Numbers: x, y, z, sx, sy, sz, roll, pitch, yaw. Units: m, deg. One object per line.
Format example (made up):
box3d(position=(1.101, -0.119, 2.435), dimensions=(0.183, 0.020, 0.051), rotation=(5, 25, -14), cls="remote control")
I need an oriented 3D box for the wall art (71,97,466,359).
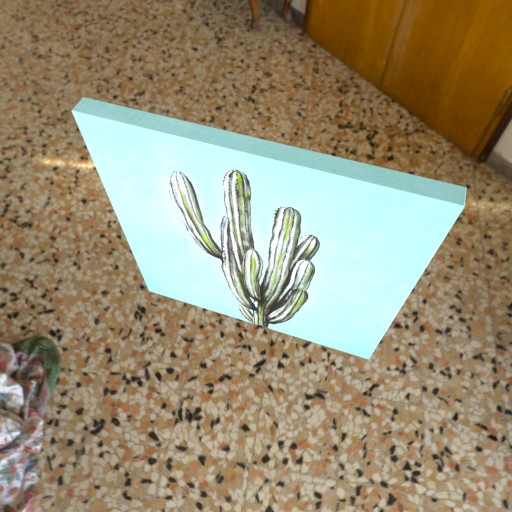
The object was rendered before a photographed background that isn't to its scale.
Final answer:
box3d(position=(0.000, 0.000, 0.909), dimensions=(0.603, 0.603, 0.036), rotation=(16, 59, 10), cls="wall art")
